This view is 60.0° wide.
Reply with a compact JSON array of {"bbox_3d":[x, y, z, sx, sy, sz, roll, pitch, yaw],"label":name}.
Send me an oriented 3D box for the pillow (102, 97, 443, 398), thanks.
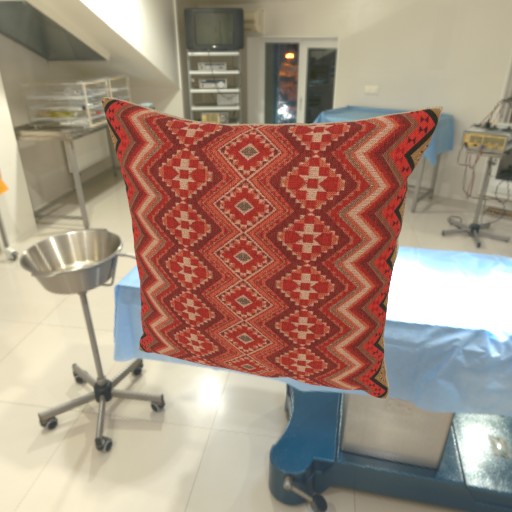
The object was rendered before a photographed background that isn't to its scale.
[{"bbox_3d":[0.000,0.000,0.762,0.513,0.511,0.158,7,27,14],"label":"pillow"}]
